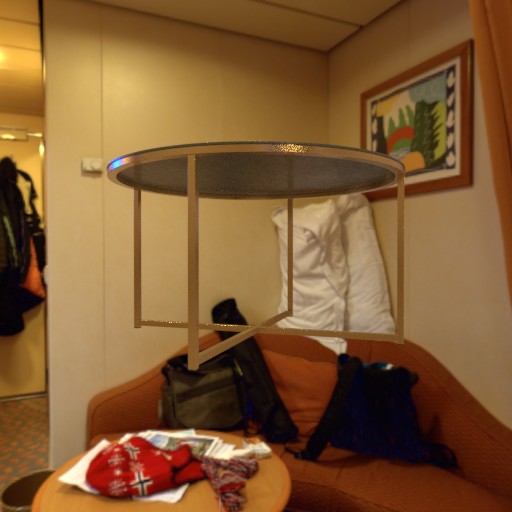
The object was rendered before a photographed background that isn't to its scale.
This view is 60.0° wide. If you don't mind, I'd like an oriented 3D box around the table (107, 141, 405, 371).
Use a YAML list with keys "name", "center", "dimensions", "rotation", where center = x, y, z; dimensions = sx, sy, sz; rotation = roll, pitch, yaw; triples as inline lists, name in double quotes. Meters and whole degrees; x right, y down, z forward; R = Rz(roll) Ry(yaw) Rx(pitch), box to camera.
- name: "table"
  center: [0.000, 0.000, 1.254]
  dimensions: [0.800, 0.450, 0.800]
  rotation: [0, 1, 0]
